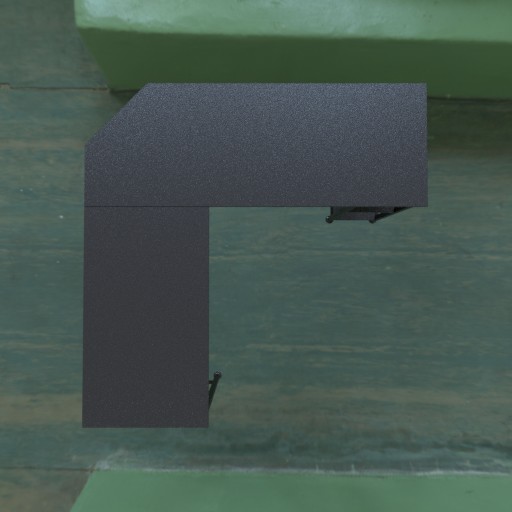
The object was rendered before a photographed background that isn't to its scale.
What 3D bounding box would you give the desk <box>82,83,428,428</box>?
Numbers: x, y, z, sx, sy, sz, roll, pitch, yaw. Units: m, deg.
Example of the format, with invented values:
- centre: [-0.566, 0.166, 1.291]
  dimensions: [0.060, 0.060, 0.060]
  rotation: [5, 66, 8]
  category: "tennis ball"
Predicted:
- centre: [0.000, 0.000, 2.143]
  dimensions: [1.379, 0.739, 1.379]
  rotation: [0, 89, 0]
  category: "desk"
